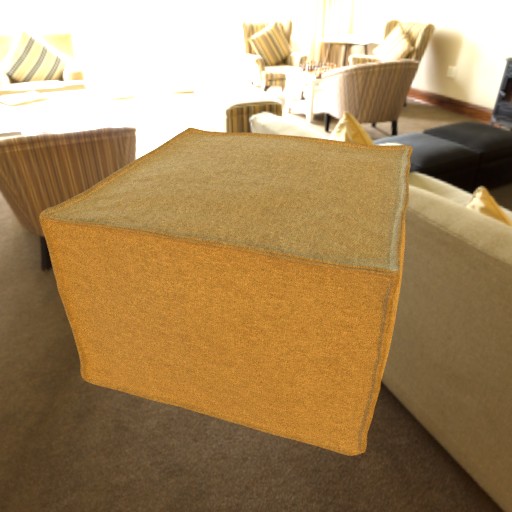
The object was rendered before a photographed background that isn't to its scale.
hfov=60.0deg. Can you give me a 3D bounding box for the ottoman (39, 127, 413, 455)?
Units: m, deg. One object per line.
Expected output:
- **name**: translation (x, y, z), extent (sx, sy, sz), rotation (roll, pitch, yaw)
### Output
- **ottoman**: translation (0.000, 0.000, 1.131), extent (0.707, 0.470, 0.696), rotation (10, 33, 15)
